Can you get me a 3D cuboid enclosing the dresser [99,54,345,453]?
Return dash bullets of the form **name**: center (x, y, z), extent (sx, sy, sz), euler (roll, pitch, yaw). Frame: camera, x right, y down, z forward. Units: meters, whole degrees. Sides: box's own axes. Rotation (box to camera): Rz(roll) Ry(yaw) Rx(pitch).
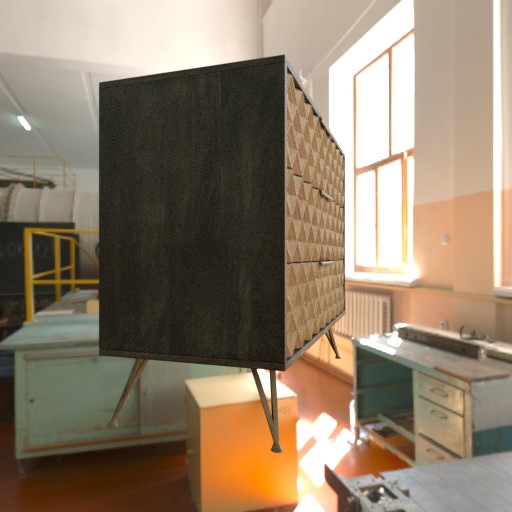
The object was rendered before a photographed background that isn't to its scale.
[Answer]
- **dresser**: center (0.000, 0.000, 1.388), extent (0.453, 0.801, 0.923), euler (0, 0, 19)
